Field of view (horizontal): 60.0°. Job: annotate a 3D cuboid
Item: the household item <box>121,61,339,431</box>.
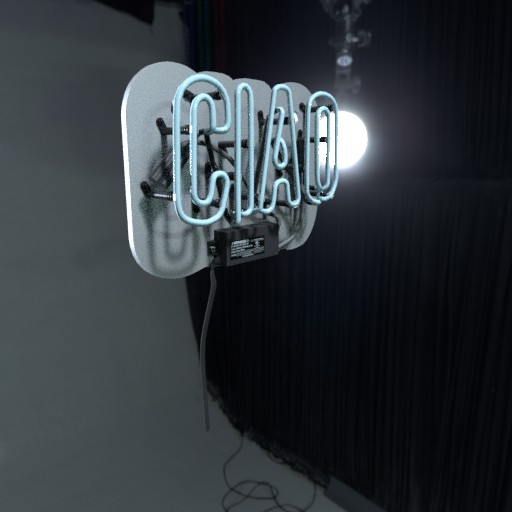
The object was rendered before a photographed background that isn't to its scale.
[{"bbox_3d":[0.000,0.000,0.376,0.042,0.294,0.211,13,18,43],"label":"household item"}]
